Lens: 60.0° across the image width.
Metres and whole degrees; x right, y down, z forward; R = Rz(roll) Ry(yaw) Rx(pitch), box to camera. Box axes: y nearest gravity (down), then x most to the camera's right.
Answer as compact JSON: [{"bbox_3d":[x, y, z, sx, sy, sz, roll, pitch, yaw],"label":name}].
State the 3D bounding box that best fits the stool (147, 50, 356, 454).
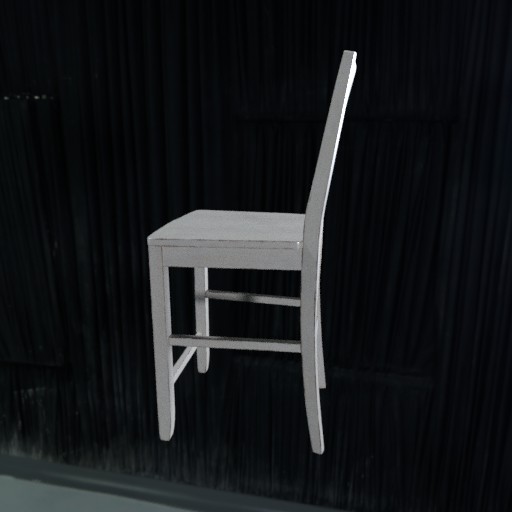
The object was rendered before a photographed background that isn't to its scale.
[{"bbox_3d":[0.000,0.000,1.364,0.539,1.079,0.462,3,16,9],"label":"stool"}]
